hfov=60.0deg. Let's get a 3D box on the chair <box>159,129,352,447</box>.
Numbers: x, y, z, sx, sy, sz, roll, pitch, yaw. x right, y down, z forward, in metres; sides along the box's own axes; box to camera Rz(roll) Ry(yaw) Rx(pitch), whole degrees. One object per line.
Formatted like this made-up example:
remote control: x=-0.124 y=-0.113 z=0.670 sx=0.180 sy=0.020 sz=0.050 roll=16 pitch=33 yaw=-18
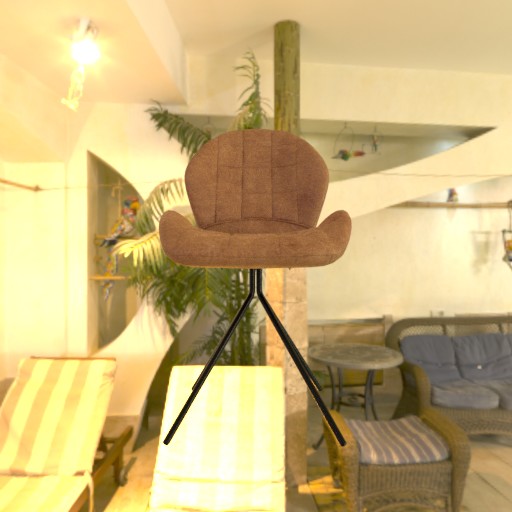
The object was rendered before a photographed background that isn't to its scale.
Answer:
chair: x=0.000 y=0.000 z=1.342 sx=0.527 sy=0.929 sz=0.640 roll=0 pitch=0 yaw=1
